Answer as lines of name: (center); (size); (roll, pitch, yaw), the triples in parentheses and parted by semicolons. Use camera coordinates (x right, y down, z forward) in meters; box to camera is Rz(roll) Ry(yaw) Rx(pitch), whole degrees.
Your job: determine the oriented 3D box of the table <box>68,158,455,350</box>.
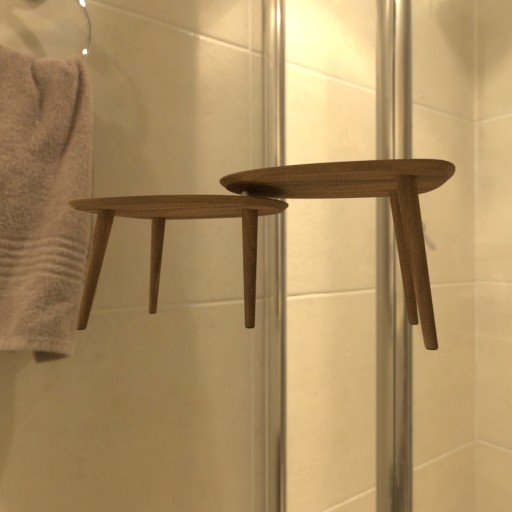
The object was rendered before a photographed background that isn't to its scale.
table: (0.000, 0.000, 1.331); (1.084, 0.429, 0.527); (0, 0, 17)
